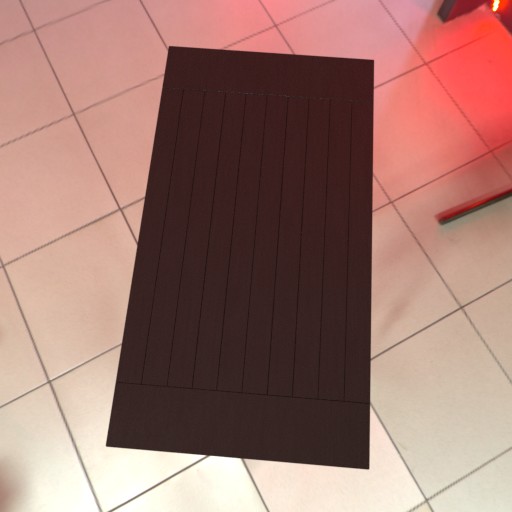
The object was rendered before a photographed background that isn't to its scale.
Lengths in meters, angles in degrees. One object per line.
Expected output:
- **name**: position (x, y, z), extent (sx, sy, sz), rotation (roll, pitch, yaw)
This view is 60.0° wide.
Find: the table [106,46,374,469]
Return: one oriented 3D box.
- **table**: position (0.000, 0.000, 1.354), extent (0.600, 0.494, 1.062), rotation (4, 75, 1)
